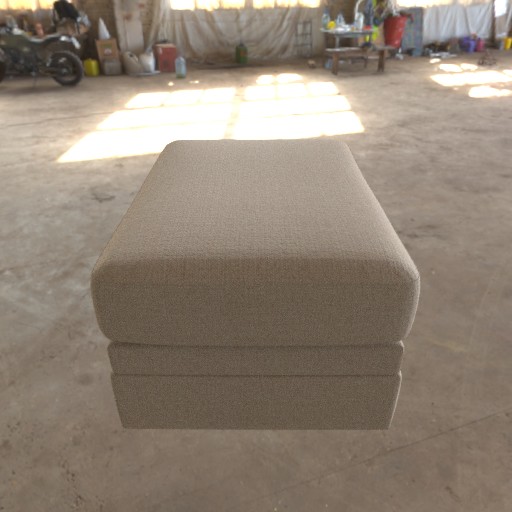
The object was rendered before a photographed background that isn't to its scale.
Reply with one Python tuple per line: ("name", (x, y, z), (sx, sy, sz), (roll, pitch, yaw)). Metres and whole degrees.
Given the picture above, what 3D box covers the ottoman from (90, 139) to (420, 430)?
("ottoman", (0.000, 0.000, 1.257), (0.637, 0.478, 0.885), (0, 31, 0))
